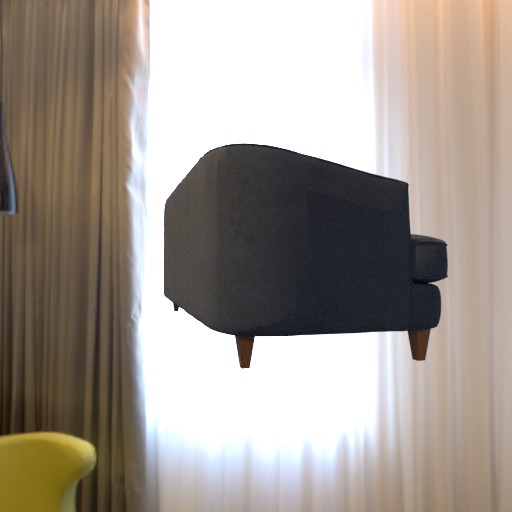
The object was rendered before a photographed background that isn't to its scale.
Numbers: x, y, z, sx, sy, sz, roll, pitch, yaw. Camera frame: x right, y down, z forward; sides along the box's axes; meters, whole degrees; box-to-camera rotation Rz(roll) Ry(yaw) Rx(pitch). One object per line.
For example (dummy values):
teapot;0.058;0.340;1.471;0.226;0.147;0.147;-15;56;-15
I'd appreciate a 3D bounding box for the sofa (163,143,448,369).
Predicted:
sofa;0.000;0.000;2.682;0.941;0.855;2.278;0;-1;-18
